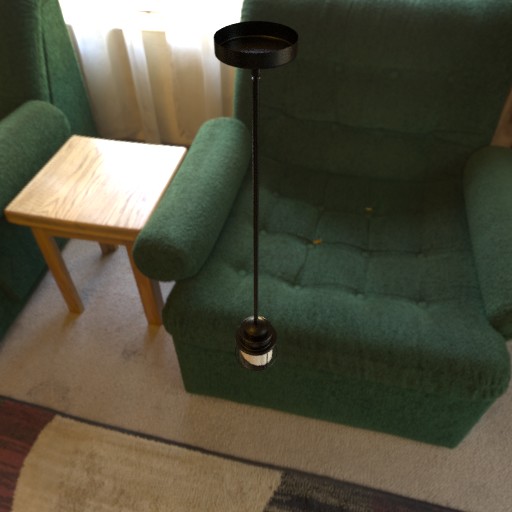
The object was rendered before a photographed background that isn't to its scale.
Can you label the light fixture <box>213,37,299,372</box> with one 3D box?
[{"bbox_3d":[0.000,0.000,0.974,0.123,0.920,0.123,-3,46,-3],"label":"light fixture"}]
